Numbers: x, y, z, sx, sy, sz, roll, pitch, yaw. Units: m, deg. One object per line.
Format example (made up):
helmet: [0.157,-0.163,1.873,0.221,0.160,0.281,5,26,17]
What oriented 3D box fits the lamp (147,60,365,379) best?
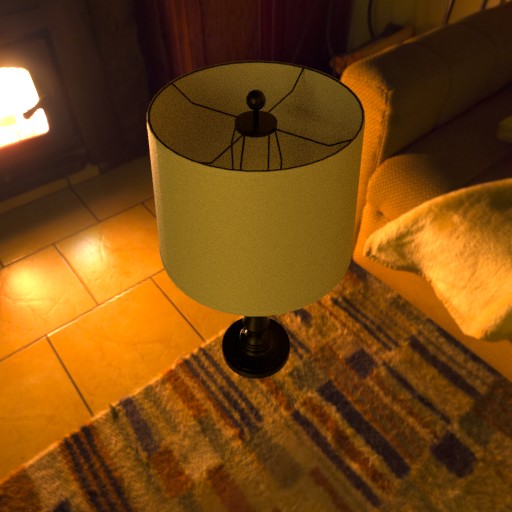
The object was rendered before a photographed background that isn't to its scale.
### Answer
lamp: [0.000,0.000,0.929,0.383,0.726,0.383,0,47,0]
